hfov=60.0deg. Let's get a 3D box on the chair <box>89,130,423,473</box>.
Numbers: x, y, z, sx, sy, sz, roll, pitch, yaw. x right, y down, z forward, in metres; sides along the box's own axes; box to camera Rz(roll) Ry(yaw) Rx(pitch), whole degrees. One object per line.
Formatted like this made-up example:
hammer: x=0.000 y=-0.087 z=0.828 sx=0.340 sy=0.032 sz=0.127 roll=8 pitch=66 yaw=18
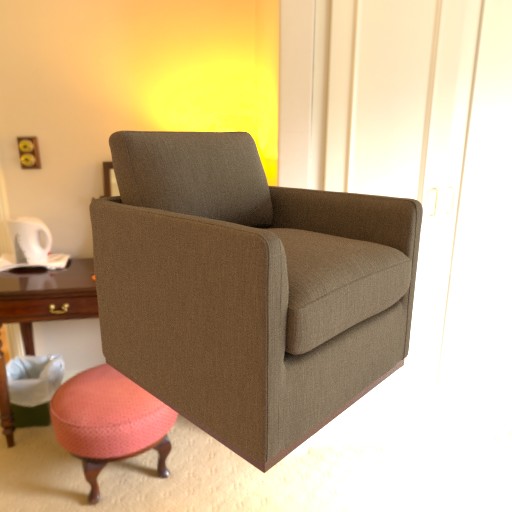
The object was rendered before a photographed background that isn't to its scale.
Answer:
chair: x=0.000 y=0.000 z=1.478 sx=0.834 sy=0.811 sz=0.763 roll=14 pitch=21 yaw=42
